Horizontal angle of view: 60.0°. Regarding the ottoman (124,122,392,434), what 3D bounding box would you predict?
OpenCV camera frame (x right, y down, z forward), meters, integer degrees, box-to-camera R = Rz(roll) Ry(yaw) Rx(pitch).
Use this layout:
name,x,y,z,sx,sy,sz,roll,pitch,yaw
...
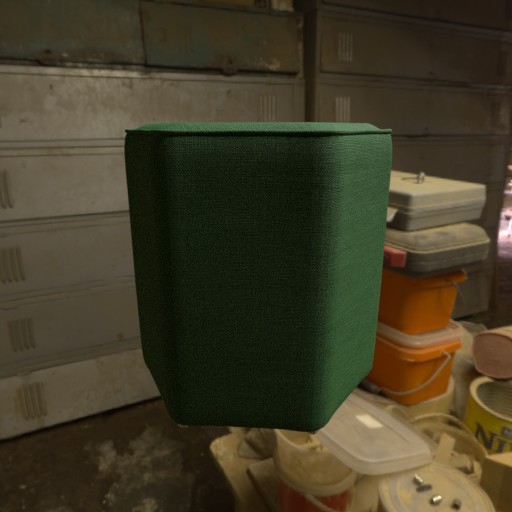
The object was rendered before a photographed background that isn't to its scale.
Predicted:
name,x,y,z,sx,sy,sz,roll,pitch,yaw
ottoman,0.000,0.000,0.883,0.444,0.507,0.499,-8,18,-24
